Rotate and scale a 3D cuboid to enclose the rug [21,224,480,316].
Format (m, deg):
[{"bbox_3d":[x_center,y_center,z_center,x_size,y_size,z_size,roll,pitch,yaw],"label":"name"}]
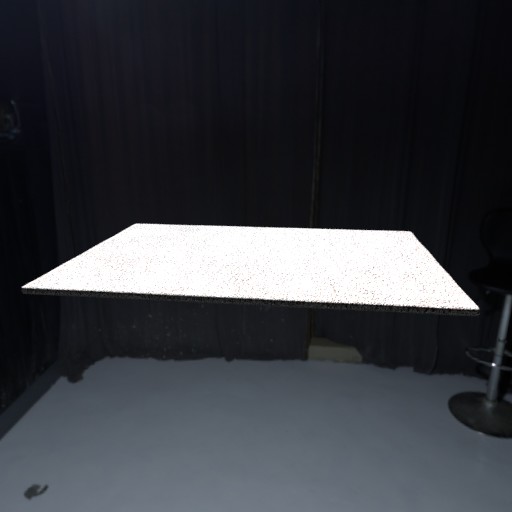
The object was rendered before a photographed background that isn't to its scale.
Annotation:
[{"bbox_3d":[0.000,0.000,2.268,1.778,0.030,1.219,2,17,7],"label":"rug"}]
